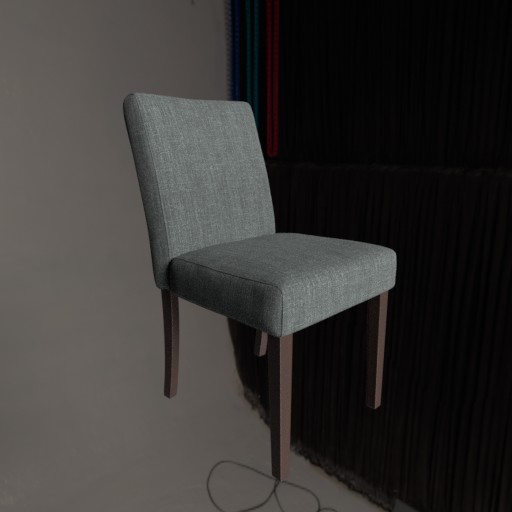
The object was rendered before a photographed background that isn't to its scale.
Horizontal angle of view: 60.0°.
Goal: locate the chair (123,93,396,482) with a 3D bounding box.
[{"bbox_3d":[0.000,0.000,1.259,0.487,0.884,0.629,-14,20,-43],"label":"chair"}]
